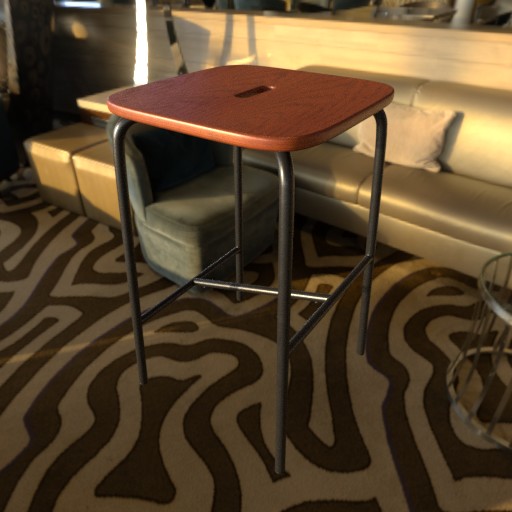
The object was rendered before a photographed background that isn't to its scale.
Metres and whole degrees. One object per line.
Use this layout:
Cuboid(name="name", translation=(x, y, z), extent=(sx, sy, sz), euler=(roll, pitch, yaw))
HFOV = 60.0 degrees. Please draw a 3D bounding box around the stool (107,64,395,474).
Cuboid(name="stool", translation=(0.000, 0.000, 0.853), extent=(0.376, 0.610, 0.376), euler=(21, 39, 29))
